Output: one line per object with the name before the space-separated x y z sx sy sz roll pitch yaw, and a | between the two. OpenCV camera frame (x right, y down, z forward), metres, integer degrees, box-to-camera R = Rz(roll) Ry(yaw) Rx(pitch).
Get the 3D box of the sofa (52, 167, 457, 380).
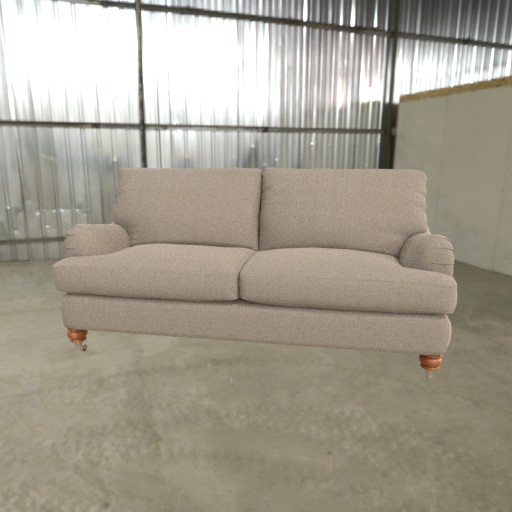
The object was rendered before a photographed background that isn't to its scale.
sofa | 0.000 0.000 2.753 2.160 1.054 1.087 2 14 9
